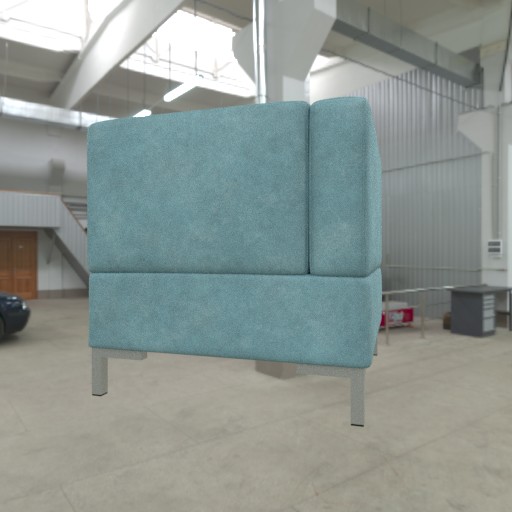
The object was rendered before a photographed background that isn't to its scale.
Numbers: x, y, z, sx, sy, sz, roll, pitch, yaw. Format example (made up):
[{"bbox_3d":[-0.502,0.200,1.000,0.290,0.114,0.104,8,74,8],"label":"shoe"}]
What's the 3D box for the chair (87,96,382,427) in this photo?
[{"bbox_3d":[0.000,0.000,1.271,0.684,0.660,0.691,0,1,18],"label":"chair"}]
